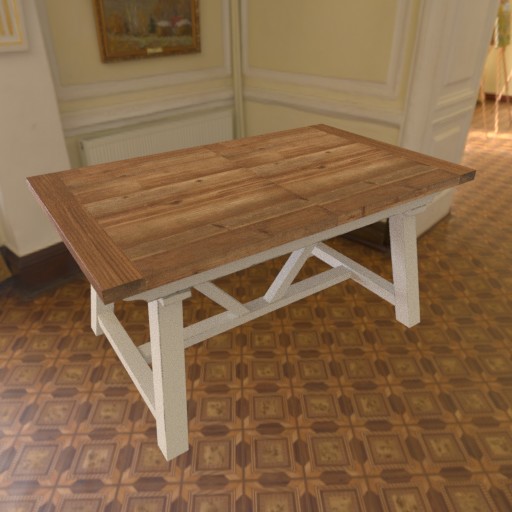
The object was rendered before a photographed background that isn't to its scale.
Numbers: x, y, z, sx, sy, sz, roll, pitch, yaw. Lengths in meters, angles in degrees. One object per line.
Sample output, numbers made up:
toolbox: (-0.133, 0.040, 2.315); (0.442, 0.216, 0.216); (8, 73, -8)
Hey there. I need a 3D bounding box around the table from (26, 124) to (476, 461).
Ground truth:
table: (0.000, 0.000, 1.917); (1.503, 0.743, 0.922); (-19, 35, -29)
